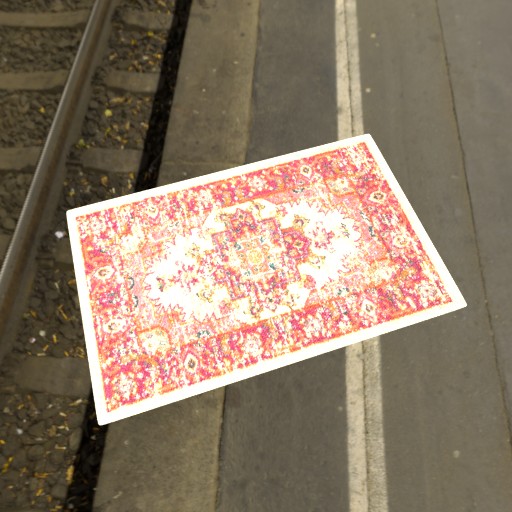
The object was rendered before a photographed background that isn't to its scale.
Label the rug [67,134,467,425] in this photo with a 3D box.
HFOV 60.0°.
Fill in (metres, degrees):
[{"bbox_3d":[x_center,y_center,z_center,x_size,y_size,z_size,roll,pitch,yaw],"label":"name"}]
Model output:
[{"bbox_3d":[0.000,0.000,1.102,0.868,0.004,0.556,-16,64,-8],"label":"rug"}]
